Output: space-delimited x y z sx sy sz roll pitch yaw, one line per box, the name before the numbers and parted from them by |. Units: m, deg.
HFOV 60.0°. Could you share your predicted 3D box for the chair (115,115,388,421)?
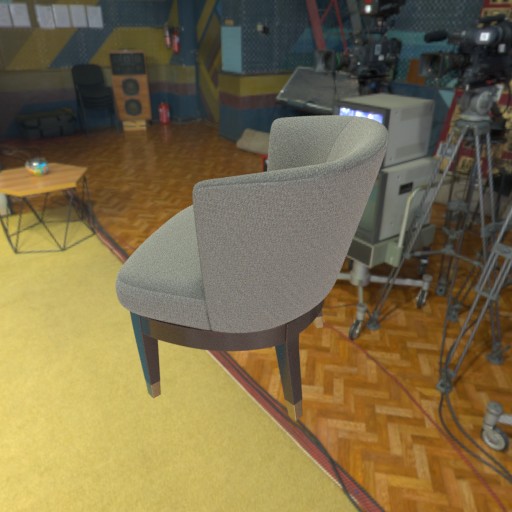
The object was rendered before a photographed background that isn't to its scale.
chair | 0.000 0.000 1.313 0.660 0.760 0.700 7 29 14
